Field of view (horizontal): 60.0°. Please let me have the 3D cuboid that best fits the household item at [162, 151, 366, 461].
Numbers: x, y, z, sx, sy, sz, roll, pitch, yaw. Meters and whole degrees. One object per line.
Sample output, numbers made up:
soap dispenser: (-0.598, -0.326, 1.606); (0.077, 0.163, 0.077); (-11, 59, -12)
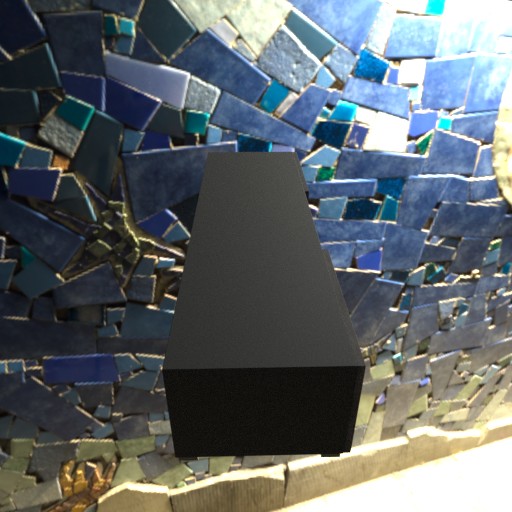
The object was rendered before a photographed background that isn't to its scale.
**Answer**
household item: (0.000, 0.000, 1.588); (0.420, 0.310, 1.400); (-1, 31, -1)
